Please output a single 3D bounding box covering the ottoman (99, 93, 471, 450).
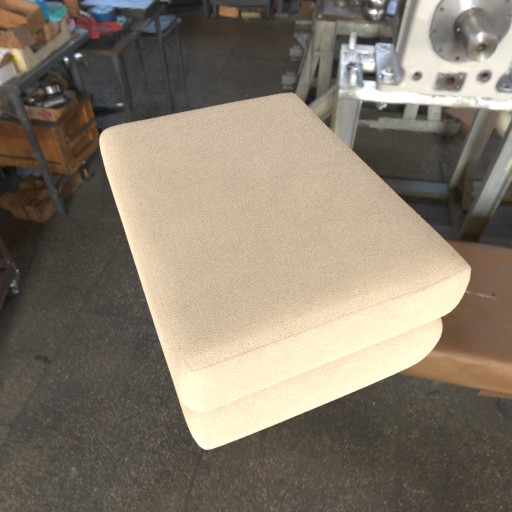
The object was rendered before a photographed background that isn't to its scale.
[{"bbox_3d":[0.000,0.000,1.101,0.569,0.504,0.773,-17,49,-16],"label":"ottoman"}]
